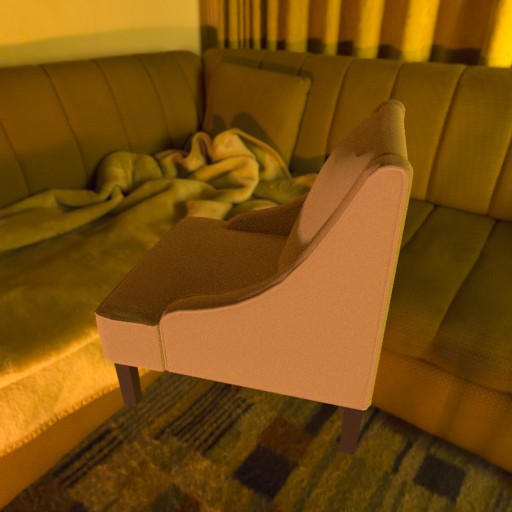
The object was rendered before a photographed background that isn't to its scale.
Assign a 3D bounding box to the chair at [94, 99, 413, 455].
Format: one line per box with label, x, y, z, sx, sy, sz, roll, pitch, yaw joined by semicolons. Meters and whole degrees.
chair;0.000;0.000;1.429;0.806;0.886;0.689;8;31;13
